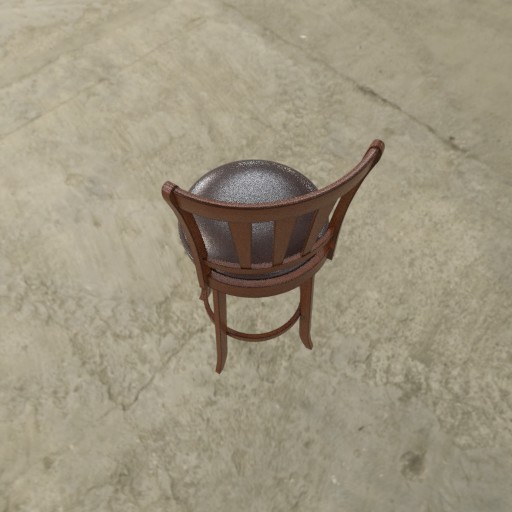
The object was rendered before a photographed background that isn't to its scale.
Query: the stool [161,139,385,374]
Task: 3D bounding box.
[{"bbox_3d":[0.000,0.000,1.452,0.464,1.177,0.503,-13,59,-8],"label":"stool"}]
